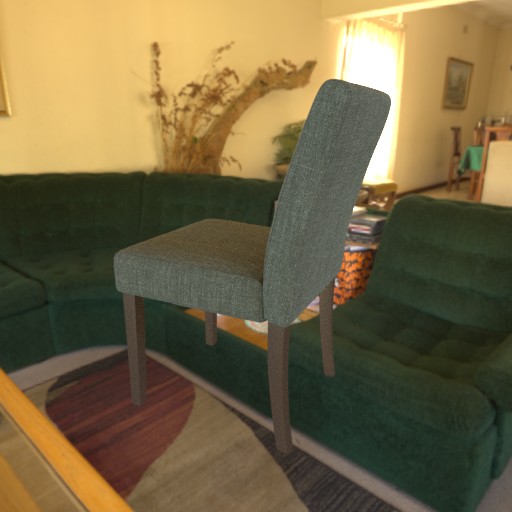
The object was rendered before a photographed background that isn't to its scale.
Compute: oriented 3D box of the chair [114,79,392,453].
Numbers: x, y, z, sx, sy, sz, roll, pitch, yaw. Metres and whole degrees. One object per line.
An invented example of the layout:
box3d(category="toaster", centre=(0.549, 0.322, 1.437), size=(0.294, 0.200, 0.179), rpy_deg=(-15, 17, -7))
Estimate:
box3d(category="chair", centre=(0.000, 0.000, 1.248), size=(0.629, 0.884, 0.487), rpy_deg=(8, 19, 25))
